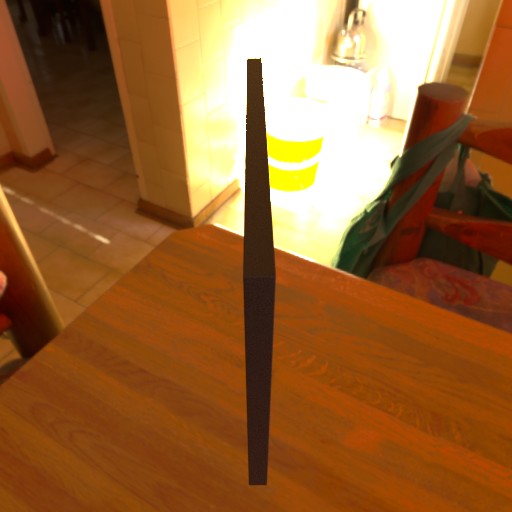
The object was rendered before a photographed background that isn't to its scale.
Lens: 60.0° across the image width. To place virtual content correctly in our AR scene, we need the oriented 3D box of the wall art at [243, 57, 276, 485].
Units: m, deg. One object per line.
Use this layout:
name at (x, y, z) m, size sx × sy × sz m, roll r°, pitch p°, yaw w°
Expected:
wall art at (0.000, 0.000, 0.743) m, size 0.029 × 0.458 × 0.559 m, roll 0°, pitch 42°, yaw 0°
